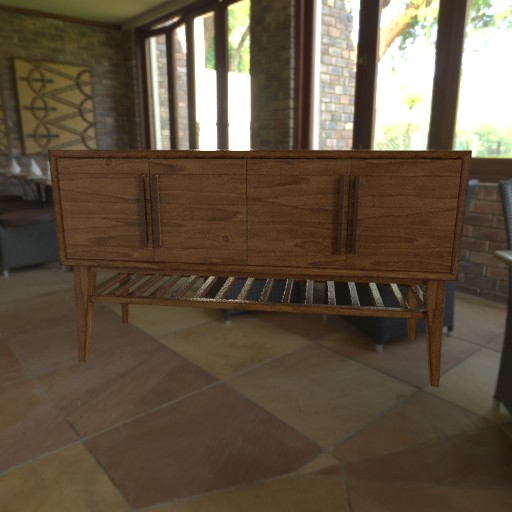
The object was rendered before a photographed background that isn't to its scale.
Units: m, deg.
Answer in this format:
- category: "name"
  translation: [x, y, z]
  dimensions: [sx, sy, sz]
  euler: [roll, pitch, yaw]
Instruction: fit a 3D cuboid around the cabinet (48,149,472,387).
- category: "cabinet"
  translation: [0.000, 0.000, 1.723]
  dimensions: [1.363, 0.802, 0.477]
  euler: [2, 14, 8]
